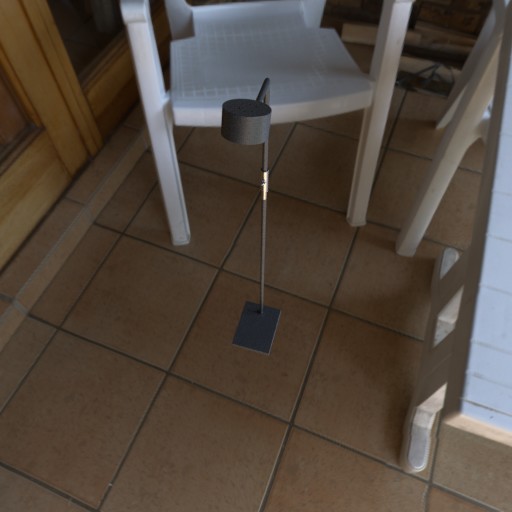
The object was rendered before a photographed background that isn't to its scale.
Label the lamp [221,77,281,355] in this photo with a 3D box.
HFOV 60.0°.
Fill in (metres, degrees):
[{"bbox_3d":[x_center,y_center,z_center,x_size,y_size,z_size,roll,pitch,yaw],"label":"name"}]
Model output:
[{"bbox_3d":[0.000,0.000,1.733,0.203,1.600,0.304,14,60,8],"label":"lamp"}]
